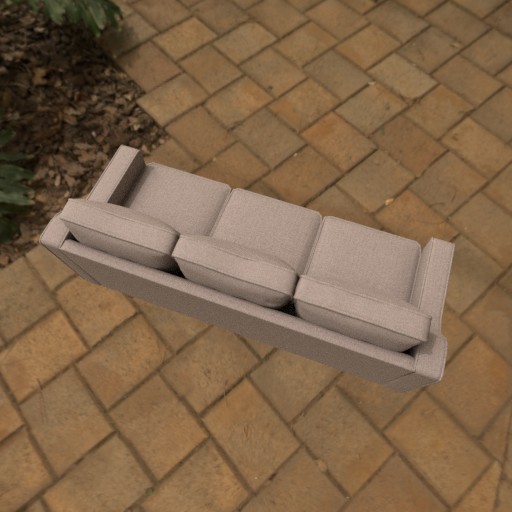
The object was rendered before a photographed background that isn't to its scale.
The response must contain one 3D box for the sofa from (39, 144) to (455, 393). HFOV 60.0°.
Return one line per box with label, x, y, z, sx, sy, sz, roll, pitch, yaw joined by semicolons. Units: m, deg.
sofa;0.000;0.000;2.627;2.129;0.950;0.899;18;65;9
